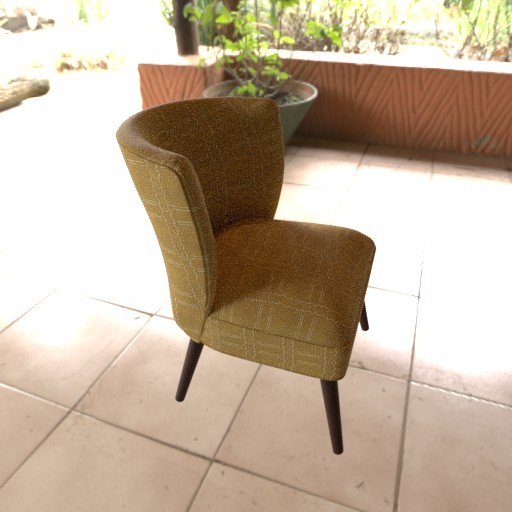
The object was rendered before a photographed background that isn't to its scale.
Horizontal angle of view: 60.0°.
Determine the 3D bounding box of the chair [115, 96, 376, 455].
[{"bbox_3d":[0.000,0.000,1.428,0.758,0.866,0.706,11,33,17],"label":"chair"}]
